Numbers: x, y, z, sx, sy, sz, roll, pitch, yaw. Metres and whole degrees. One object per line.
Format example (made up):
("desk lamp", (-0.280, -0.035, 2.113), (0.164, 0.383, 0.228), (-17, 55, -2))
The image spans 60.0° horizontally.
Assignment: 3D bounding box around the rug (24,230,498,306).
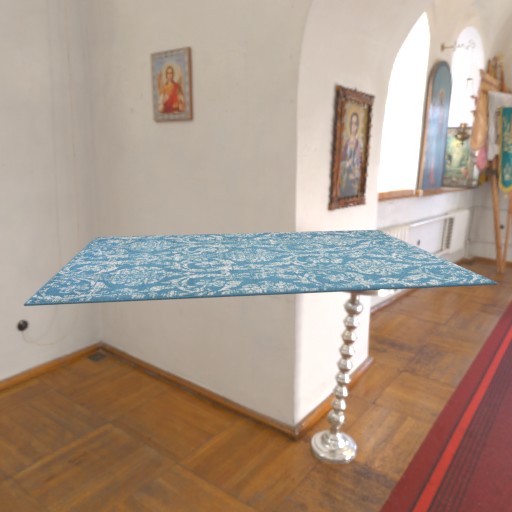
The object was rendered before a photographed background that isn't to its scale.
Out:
("rug", (0.000, 0.000, 3.407), (2.746, 0.018, 1.816), (-2, 14, -8))
